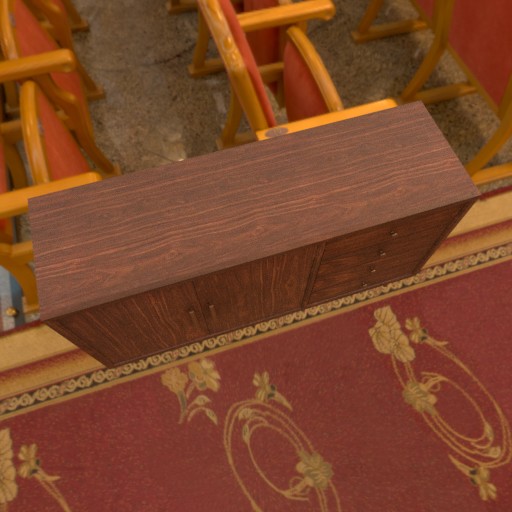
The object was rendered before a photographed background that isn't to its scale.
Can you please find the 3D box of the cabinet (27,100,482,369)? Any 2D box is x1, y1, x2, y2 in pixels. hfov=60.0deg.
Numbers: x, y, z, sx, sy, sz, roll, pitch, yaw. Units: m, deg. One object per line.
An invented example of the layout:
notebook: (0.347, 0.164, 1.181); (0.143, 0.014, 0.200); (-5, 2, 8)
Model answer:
cabinet: (0.000, 0.000, 2.025); (1.575, 0.940, 0.505); (-16, 65, -8)
